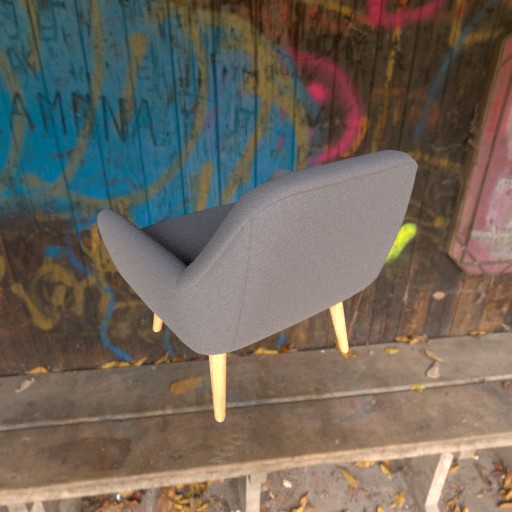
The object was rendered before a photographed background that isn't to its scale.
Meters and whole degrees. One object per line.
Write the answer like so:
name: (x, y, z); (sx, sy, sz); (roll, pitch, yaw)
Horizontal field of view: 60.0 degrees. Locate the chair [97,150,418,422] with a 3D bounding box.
chair: (0.000, 0.000, 1.415); (0.770, 0.800, 0.779); (-19, 34, -31)
